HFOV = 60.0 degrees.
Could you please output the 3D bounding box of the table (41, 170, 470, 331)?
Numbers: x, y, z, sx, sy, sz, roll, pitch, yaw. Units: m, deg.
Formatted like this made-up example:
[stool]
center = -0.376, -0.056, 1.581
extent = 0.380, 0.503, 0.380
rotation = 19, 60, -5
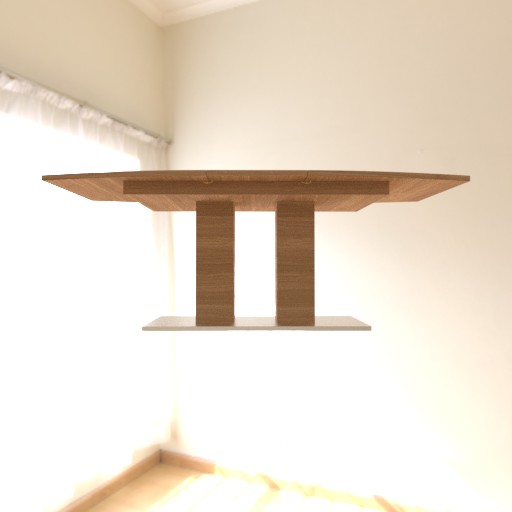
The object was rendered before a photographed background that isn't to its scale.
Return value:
[table]
center = 0.000, 0.000, 2.424
extent = 2.032, 0.750, 0.900
rotation = 0, -1, 0
